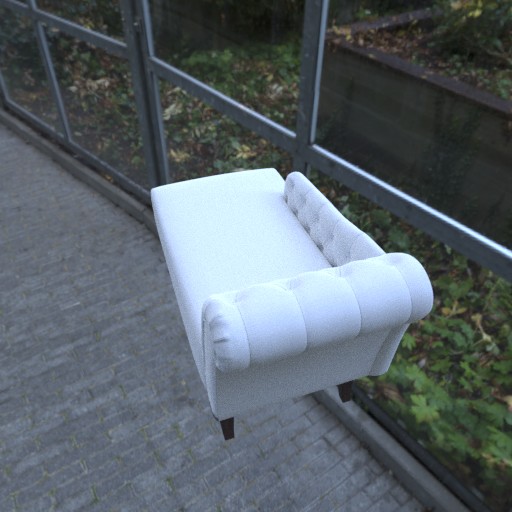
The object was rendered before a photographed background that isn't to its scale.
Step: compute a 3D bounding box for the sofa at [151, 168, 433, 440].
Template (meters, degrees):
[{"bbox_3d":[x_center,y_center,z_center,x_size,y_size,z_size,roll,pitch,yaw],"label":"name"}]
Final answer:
[{"bbox_3d":[0.000,0.000,1.805,0.675,0.787,1.379,-12,42,-14],"label":"sofa"}]
